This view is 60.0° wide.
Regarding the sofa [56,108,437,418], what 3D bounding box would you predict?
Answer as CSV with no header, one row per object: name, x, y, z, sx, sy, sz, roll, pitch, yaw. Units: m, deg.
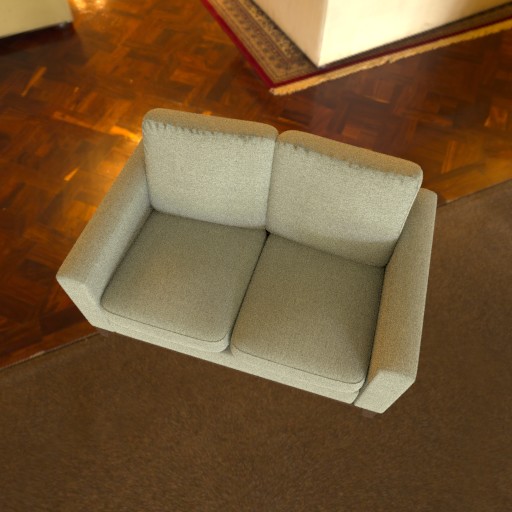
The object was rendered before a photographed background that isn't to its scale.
sofa,0.000,0.000,1.981,1.420,0.873,0.917,15,59,9
